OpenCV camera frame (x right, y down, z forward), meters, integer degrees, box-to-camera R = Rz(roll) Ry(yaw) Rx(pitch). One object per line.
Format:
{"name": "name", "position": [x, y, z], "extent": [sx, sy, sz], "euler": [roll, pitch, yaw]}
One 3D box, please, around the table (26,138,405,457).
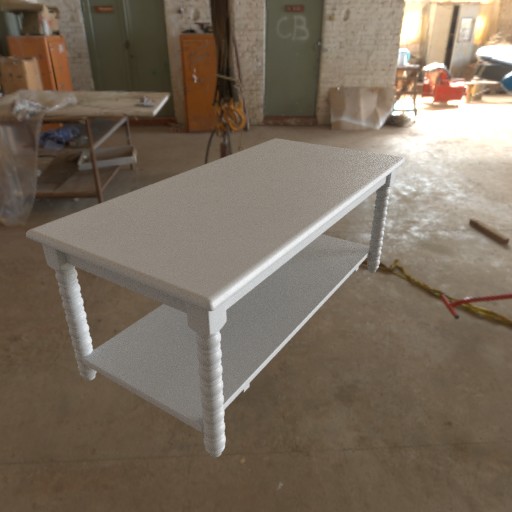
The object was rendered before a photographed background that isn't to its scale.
{"name": "table", "position": [0.000, 0.000, 1.478], "extent": [0.580, 0.487, 1.171], "euler": [17, 32, 29]}
